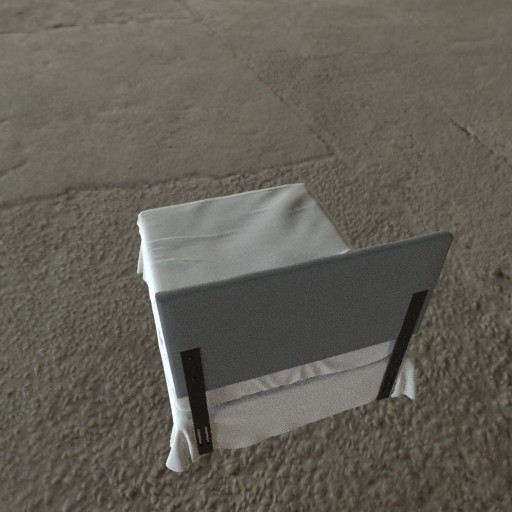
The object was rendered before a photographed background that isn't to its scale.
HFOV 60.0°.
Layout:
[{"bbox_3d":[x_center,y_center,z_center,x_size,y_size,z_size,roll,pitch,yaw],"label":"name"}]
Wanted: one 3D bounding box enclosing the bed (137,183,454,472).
[{"bbox_3d":[0.000,0.000,3.467,1.936,1.577,2.222,-12,43,-13],"label":"bed"}]
